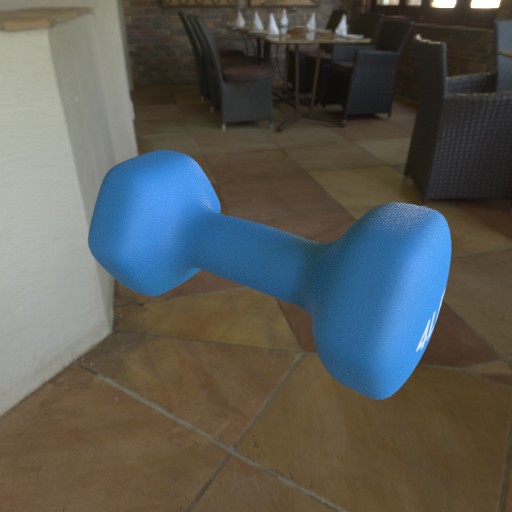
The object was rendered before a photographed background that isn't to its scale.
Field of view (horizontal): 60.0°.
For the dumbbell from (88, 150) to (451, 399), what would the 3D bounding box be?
[{"bbox_3d":[0.000,0.000,0.192,0.152,0.066,0.074,19,35,29],"label":"dumbbell"}]
